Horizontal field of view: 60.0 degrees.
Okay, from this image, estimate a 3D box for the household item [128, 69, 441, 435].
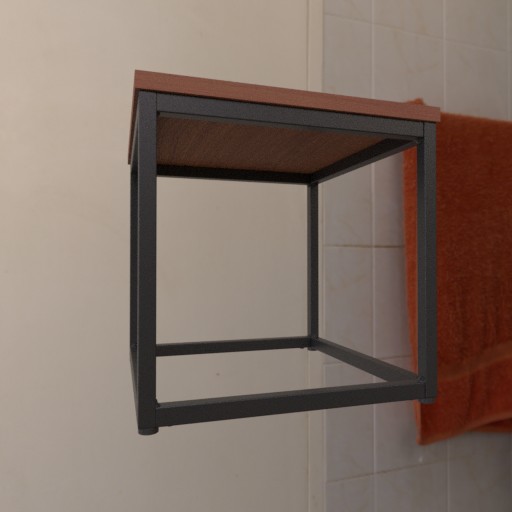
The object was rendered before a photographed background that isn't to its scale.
[{"bbox_3d":[0.000,0.000,0.730,0.400,0.400,0.400,0,-1,-17],"label":"household item"}]
